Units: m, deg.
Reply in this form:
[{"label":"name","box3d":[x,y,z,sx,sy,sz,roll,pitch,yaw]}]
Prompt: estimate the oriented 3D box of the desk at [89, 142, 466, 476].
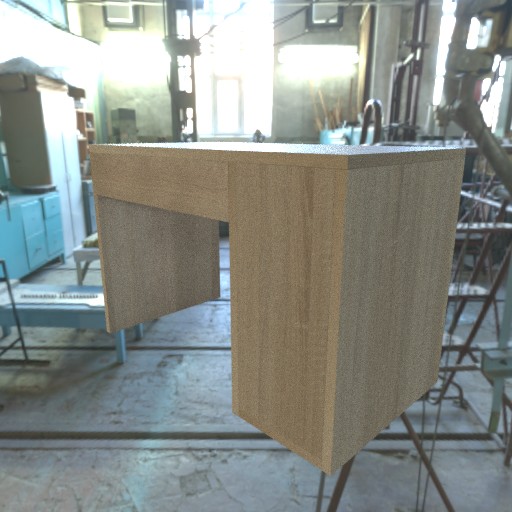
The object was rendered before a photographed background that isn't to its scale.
[{"label":"desk","box3d":[0.000,0.000,1.515,0.600,0.731,1.100,-15,21,-43]}]
